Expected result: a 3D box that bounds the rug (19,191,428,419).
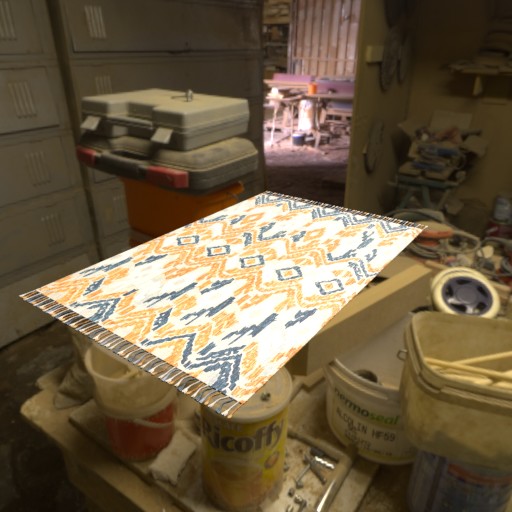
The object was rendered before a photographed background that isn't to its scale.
[{"bbox_3d":[0.000,0.000,2.956,1.533,0.010,2.428,18,31,32],"label":"rug"}]
